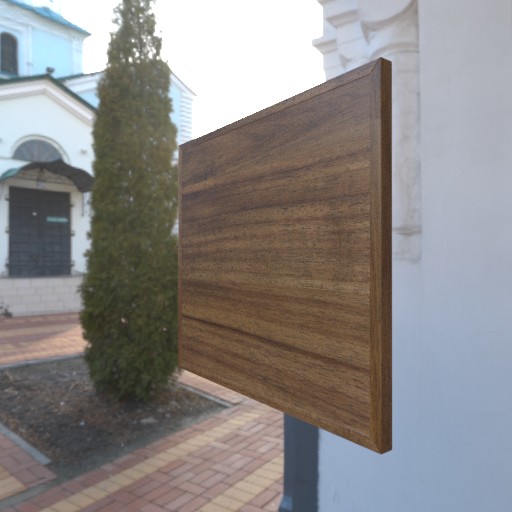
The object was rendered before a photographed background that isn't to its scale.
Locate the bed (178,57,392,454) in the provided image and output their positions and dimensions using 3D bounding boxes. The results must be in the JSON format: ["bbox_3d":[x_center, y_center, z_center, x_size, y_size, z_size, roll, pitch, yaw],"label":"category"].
[{"bbox_3d":[0.000,0.000,1.475,0.043,0.940,1.041,0,0,-37],"label":"bed"}]
